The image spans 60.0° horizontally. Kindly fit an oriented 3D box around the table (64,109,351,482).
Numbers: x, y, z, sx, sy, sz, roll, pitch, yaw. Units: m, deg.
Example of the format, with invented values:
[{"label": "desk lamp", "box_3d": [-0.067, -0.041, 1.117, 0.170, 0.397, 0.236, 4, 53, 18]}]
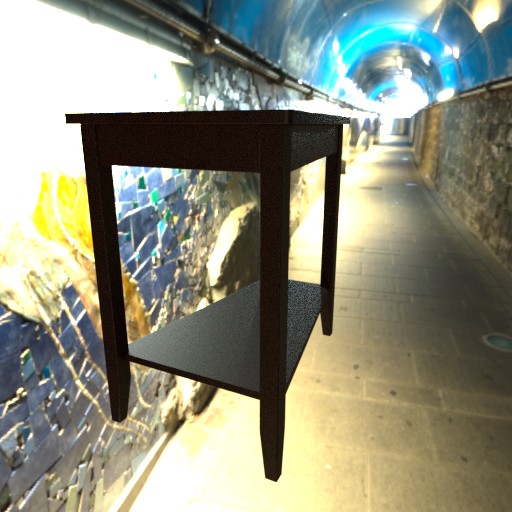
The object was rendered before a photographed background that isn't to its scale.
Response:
[{"label": "table", "box_3d": [0.000, 0.000, 0.973, 0.399, 0.589, 0.605, 8, 18, 25]}]
